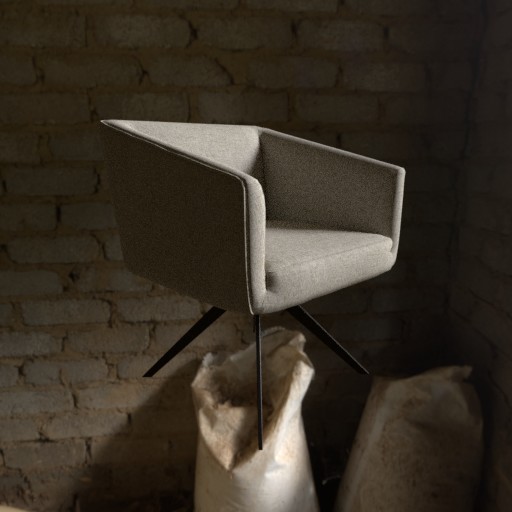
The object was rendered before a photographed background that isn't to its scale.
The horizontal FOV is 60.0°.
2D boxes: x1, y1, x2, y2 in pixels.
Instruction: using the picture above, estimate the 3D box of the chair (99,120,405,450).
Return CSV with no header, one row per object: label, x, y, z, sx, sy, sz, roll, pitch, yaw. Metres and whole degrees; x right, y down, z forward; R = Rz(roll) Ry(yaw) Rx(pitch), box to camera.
chair,0.000,0.000,1.287,0.628,0.760,0.623,-13,19,-43
